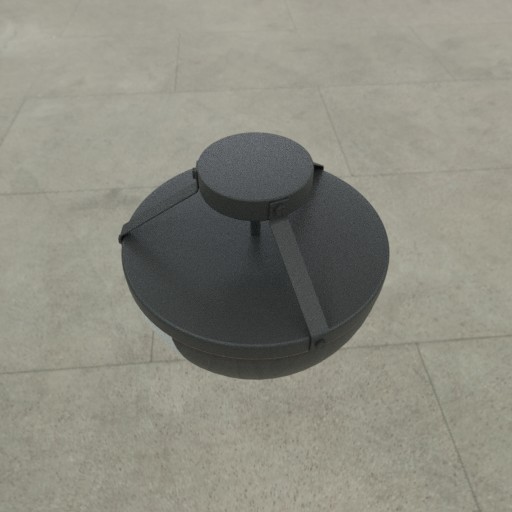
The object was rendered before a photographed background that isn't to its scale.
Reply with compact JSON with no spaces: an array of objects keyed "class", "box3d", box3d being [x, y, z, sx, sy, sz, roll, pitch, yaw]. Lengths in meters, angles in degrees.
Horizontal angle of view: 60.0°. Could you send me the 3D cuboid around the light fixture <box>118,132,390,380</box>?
[{"class":"light fixture","box3d":[0.000,0.000,0.538,0.304,0.269,0.304,0,47,0]}]
